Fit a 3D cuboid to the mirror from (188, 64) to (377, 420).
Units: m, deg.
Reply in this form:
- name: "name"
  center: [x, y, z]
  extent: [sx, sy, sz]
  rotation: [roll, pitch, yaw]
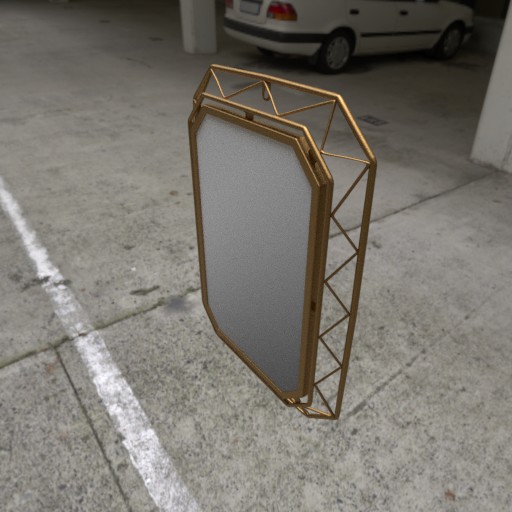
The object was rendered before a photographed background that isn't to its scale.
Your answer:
- name: "mirror"
  center: [0.000, 0.000, 0.741]
  extent: [0.042, 0.566, 0.417]
  rotation: [-21, 37, -30]
